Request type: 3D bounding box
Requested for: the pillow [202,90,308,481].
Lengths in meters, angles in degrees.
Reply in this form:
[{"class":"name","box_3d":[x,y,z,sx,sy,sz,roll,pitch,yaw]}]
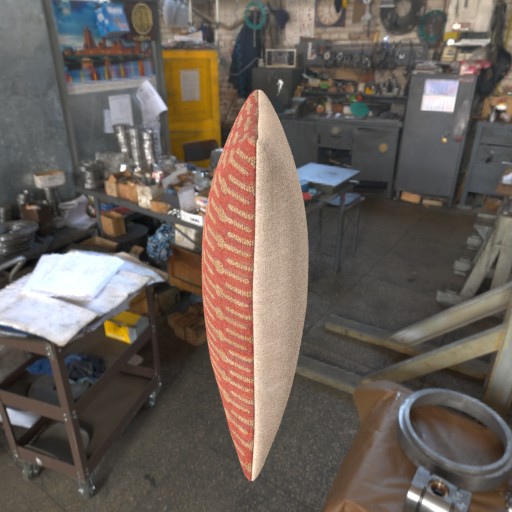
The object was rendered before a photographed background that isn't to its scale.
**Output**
[{"class":"pillow","box_3d":[0.000,0.000,0.779,0.182,0.503,0.511,0,26,0]}]
